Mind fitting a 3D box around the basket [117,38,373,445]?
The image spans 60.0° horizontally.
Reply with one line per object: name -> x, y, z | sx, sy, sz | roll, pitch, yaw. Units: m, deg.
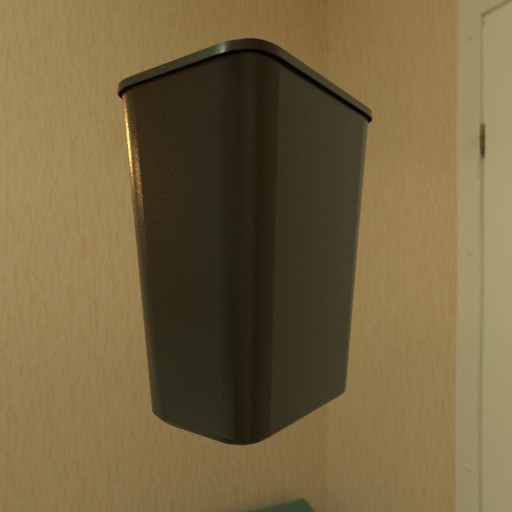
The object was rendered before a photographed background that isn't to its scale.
basket -> 0.000, 0.000, 0.750 | 0.287, 0.521, 0.394 | 0, 0, 36
